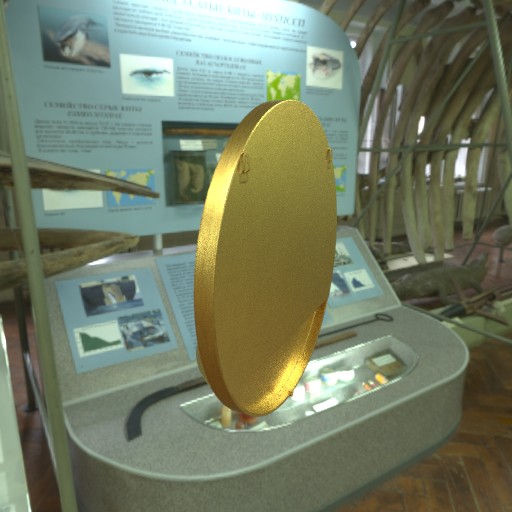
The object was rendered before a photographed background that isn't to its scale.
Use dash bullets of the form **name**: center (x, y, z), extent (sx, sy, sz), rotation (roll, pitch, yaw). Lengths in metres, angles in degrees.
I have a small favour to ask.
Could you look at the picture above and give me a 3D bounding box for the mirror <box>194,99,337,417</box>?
- **mirror**: center (0.000, 0.000, 0.694), extent (0.133, 0.457, 0.457), rotation (7, 16, 25)
